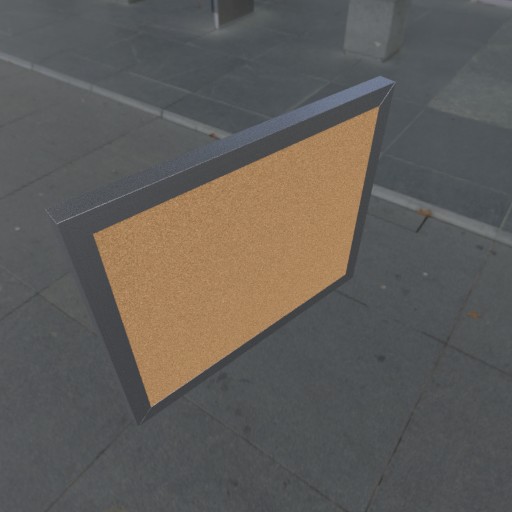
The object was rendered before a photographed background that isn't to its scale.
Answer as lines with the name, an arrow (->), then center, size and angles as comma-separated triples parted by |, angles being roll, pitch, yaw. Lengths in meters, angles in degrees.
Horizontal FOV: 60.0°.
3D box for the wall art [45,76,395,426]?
wall art -> 0.000, 0.000, 0.749 | 0.557, 0.456, 0.032 | -30, 51, -28
